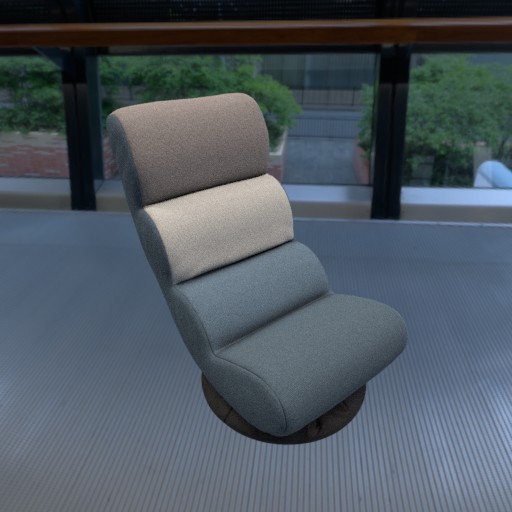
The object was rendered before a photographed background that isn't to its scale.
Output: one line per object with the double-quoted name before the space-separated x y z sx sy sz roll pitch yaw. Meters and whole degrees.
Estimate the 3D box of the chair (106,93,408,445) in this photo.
"chair" 0.000 0.000 1.058 0.420 0.641 0.661 -22 36 -33
